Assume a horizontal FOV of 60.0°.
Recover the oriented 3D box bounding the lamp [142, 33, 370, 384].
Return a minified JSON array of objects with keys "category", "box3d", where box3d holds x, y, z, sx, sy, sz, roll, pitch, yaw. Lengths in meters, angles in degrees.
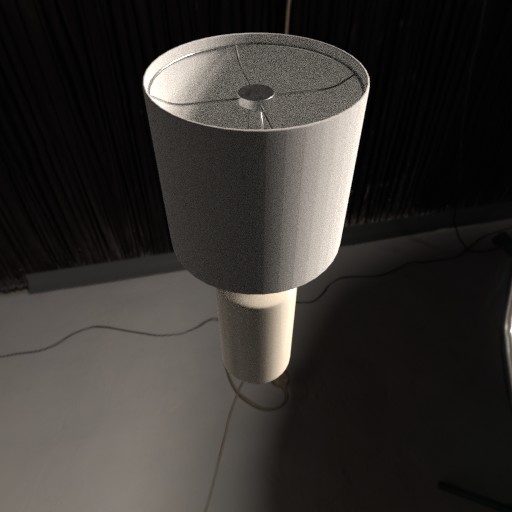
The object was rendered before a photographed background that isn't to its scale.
[{"category":"lamp","box3d":[0.000,0.000,0.594,0.212,0.493,0.212,-10,46,-9]}]
